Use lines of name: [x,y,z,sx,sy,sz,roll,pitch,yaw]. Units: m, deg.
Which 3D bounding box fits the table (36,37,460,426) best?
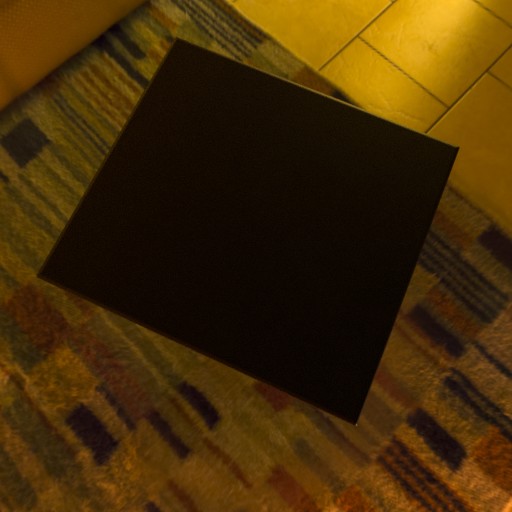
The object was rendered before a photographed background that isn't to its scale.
table: [0.000,0.000,0.924,0.488,0.565,0.442,24,77,6]
